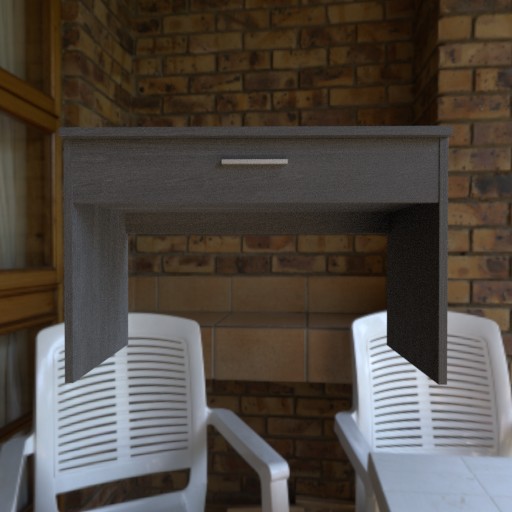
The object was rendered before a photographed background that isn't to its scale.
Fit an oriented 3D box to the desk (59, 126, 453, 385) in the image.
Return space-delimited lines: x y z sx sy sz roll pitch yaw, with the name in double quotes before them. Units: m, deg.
"desk" 0.000 0.000 1.519 1.099 0.729 0.557 0 1 1
